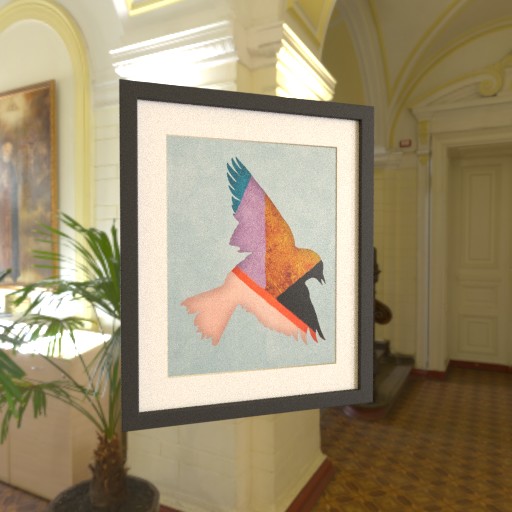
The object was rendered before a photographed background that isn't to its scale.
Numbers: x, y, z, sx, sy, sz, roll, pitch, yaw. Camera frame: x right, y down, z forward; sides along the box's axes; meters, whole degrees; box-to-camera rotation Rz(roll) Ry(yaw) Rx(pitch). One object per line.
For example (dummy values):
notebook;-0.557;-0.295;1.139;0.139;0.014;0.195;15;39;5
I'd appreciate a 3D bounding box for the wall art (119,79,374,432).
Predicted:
wall art;0.000;0.000;0.779;0.457;0.558;0.028;0;1;-17
